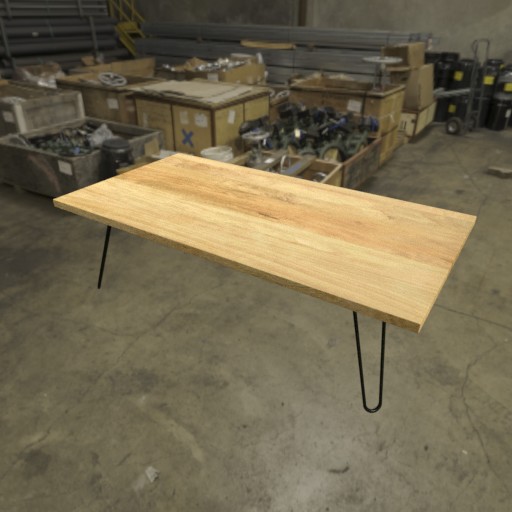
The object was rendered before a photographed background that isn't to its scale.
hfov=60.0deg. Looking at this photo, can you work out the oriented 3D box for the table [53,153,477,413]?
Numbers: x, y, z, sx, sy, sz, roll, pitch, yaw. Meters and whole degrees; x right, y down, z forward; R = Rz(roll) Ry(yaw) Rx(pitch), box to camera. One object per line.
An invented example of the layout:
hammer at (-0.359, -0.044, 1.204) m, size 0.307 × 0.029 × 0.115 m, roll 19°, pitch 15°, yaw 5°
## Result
table at (0.000, 0.000, 1.680) m, size 1.348 × 0.400 × 0.699 m, roll 18°, pitch 34°, yaw 28°
